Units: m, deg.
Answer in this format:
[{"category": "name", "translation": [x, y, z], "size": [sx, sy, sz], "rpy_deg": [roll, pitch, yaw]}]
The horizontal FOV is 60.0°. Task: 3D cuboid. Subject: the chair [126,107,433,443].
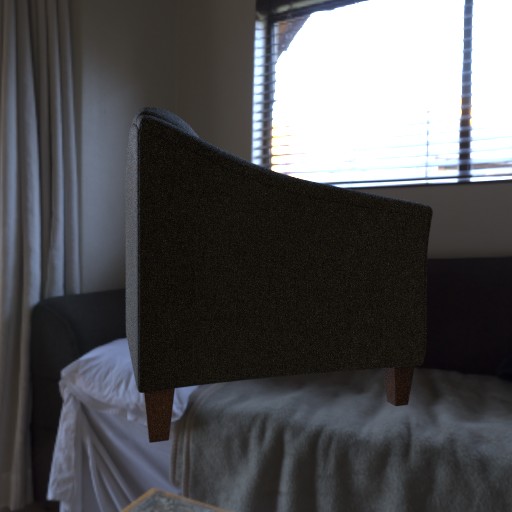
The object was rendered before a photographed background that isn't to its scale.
[{"category": "chair", "translation": [0.000, 0.000, 1.429], "size": [0.787, 0.839, 0.763], "rpy_deg": [0, 0, -18]}]
